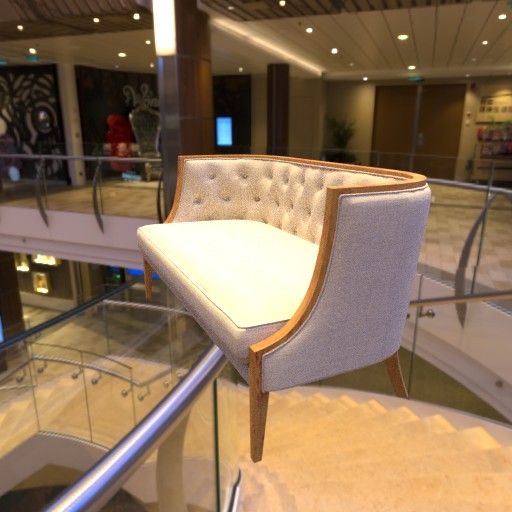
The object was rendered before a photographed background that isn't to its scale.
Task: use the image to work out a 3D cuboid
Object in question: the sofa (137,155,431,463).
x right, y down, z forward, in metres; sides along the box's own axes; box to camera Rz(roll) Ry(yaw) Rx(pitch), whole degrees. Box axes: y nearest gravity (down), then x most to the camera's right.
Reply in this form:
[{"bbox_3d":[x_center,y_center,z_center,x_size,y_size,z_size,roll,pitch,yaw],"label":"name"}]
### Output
[{"bbox_3d":[0.000,0.000,1.931,0.770,0.775,1.474,-8,18,-24],"label":"sofa"}]
